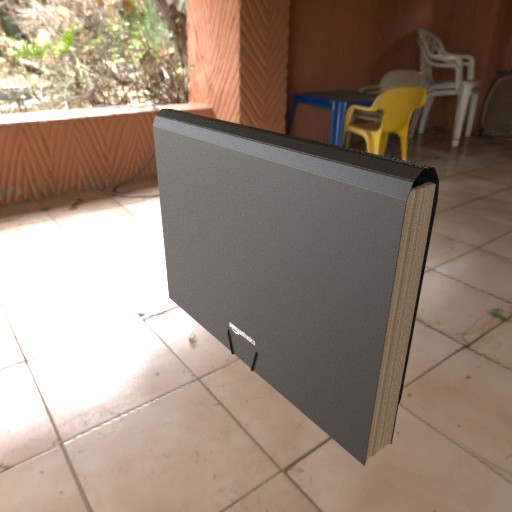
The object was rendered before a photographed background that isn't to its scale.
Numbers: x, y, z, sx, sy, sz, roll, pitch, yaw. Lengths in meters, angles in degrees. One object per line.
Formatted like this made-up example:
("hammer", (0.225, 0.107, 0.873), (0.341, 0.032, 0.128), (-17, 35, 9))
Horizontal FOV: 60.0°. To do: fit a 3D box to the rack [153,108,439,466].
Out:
("rack", (0.000, 0.000, 0.431), (0.041, 0.241, 0.330), (-19, 31, -34))
